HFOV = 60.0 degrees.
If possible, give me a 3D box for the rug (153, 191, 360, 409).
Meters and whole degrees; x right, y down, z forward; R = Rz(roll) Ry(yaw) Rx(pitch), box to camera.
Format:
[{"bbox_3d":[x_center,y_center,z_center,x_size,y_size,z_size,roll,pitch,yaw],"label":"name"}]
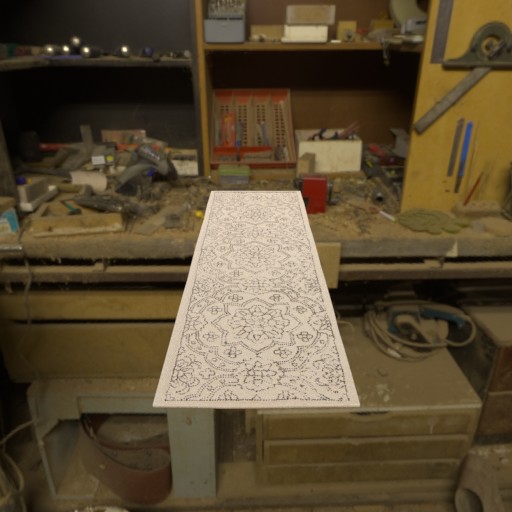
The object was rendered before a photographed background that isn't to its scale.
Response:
[{"bbox_3d":[0.000,0.000,2.711,0.769,0.012,2.448,0,27,0],"label":"rug"}]
